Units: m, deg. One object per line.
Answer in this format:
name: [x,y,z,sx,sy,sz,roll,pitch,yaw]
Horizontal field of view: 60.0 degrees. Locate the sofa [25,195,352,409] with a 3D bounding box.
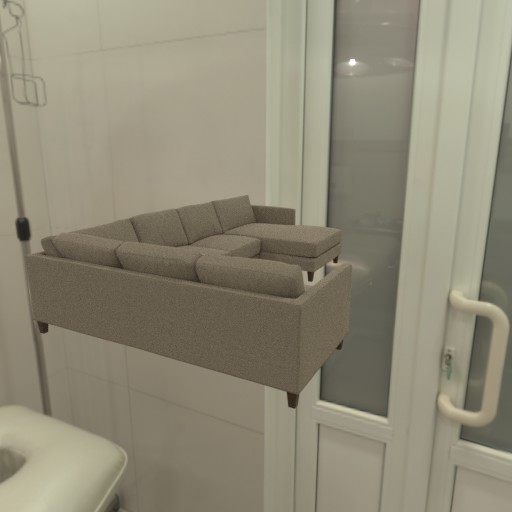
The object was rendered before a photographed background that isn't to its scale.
sofa: [0.000,0.000,4.544,2.424,0.865,3.438,8,16,27]
